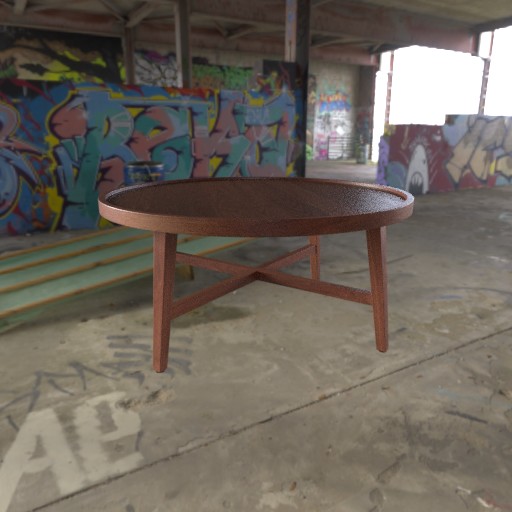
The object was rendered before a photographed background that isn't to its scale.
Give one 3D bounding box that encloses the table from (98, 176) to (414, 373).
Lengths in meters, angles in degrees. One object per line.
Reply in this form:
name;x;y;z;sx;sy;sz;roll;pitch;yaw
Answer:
table;0.000;0.000;1.235;0.800;0.360;0.800;0;16;0
